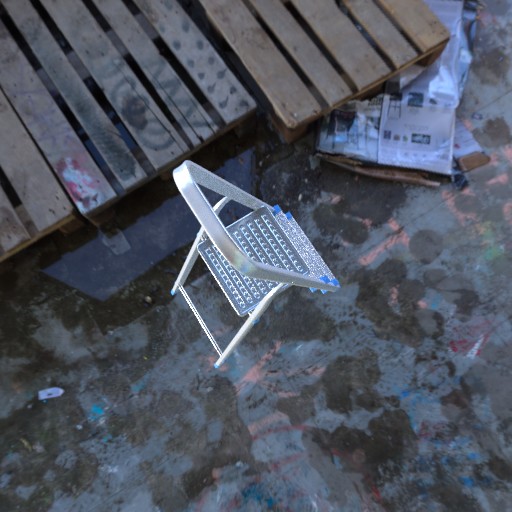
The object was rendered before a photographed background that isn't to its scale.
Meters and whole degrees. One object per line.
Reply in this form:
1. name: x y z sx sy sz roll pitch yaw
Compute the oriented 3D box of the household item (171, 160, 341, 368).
1. household item: 0.000 0.000 1.501 0.687 1.215 0.420 -32 77 -8
